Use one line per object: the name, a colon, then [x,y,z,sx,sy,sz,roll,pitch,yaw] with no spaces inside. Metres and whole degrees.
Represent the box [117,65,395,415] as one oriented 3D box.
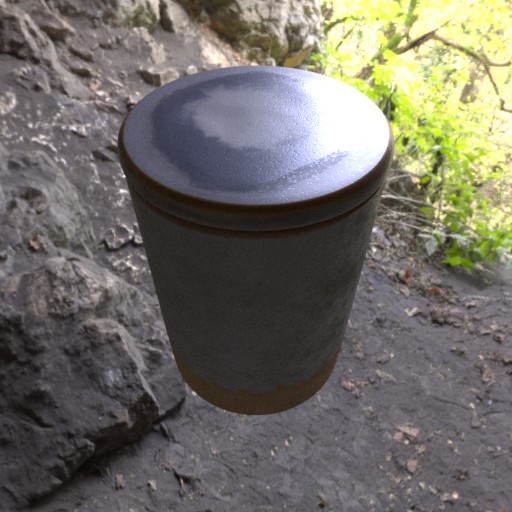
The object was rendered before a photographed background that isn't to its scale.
box: [0.000,0.000,0.250,0.118,0.168,0.118,0,46,0]
